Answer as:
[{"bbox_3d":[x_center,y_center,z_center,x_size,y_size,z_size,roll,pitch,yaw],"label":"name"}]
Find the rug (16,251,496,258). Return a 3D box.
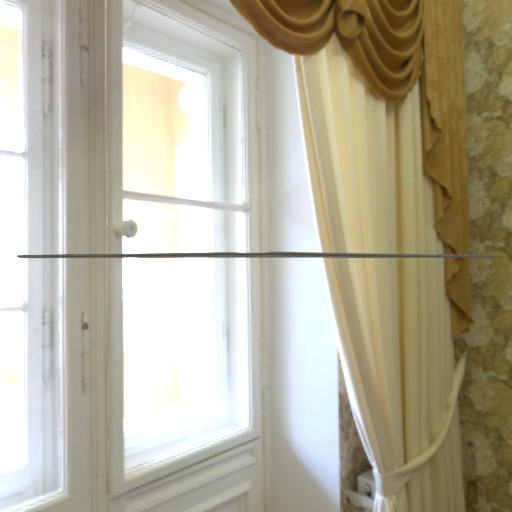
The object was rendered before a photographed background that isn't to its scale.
[{"bbox_3d":[0.000,0.000,4.191,3.237,0.046,2.461,0,0,0],"label":"rug"}]
